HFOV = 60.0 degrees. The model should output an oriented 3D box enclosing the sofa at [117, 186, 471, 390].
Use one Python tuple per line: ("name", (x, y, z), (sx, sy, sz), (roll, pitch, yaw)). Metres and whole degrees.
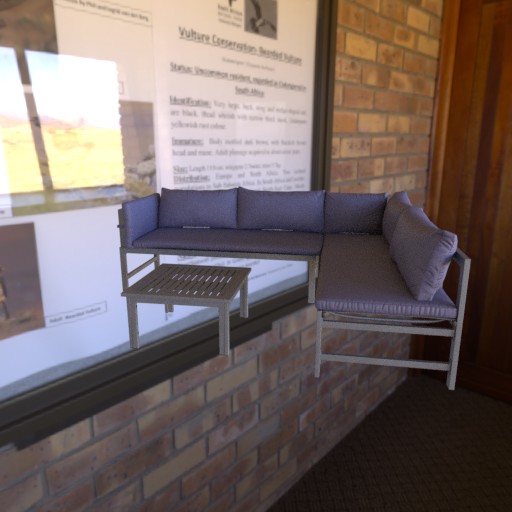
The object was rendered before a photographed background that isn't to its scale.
("sofa", (0.000, 0.000, 2.918), (2.149, 0.762, 1.658), (3, 15, 10))
